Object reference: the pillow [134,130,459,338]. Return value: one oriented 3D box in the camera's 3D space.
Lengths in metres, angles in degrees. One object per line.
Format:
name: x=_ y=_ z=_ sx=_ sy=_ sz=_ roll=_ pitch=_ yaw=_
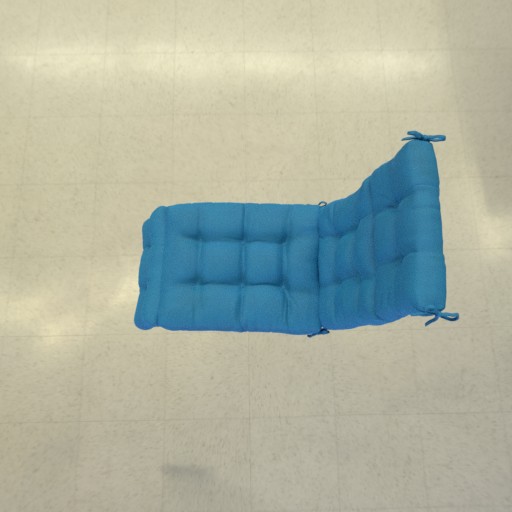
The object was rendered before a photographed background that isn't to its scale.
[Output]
pillow: x=0.000 y=0.000 z=1.534 sx=1.016 sy=0.863 sz=0.526 roll=1 pitch=77 yaw=0
